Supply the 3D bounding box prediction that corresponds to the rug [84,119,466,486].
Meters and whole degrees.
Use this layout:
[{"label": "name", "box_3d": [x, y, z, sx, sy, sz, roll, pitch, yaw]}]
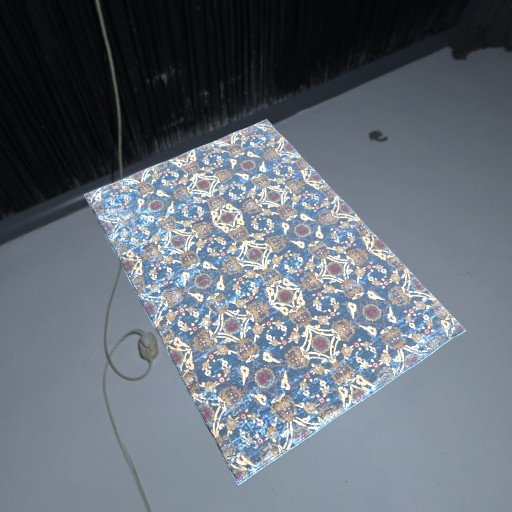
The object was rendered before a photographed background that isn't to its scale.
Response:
[{"label": "rug", "box_3d": [0.000, 0.000, 2.913, 1.567, 0.014, 2.207, -27, 61, -17]}]
